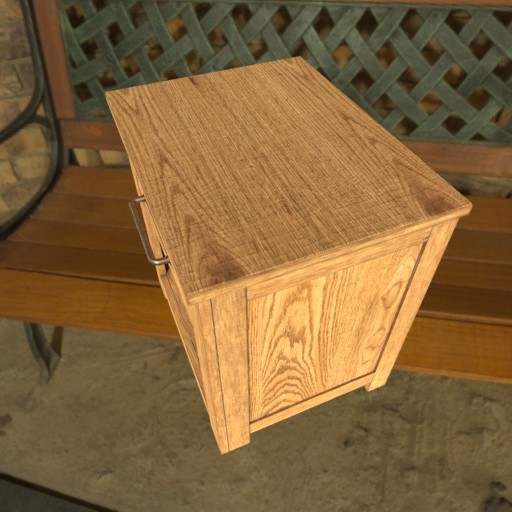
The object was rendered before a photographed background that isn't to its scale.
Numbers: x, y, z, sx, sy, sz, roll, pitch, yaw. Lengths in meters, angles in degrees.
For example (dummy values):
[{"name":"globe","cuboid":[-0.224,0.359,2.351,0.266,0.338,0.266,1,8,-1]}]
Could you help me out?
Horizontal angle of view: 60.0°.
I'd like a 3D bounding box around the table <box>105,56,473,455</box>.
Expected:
[{"name":"table","cuboid":[0.000,0.000,1.048,0.494,0.625,0.601,-17,49,-16]}]
